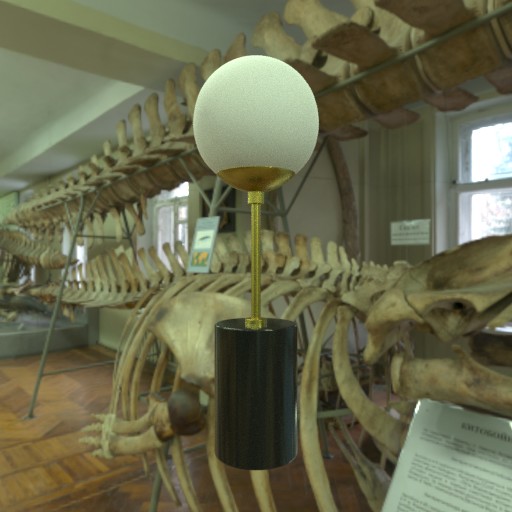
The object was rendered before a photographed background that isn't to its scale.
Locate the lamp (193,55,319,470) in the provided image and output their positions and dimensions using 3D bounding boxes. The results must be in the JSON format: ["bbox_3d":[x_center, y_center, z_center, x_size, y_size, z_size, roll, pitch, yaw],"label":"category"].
[{"bbox_3d":[0.000,0.000,0.547,0.153,0.480,0.153,0,0,0],"label":"lamp"}]
